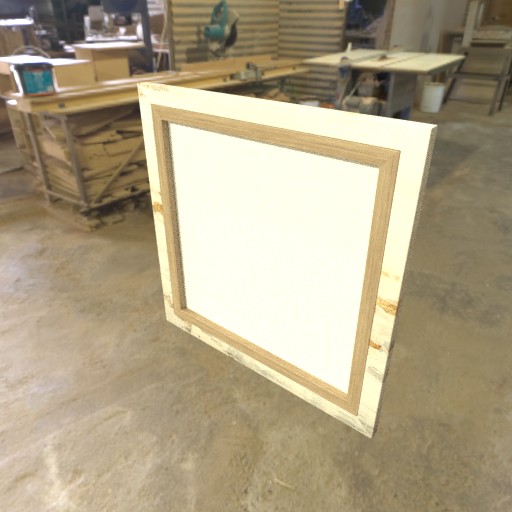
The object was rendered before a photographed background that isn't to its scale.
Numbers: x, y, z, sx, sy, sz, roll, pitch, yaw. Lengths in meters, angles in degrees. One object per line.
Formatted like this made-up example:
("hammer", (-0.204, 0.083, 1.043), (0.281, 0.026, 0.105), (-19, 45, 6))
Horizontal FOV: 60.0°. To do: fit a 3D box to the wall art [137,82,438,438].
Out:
("wall art", (0.000, 0.000, 1.507), (1.015, 1.018, 0.040), (22, 36, 33))
